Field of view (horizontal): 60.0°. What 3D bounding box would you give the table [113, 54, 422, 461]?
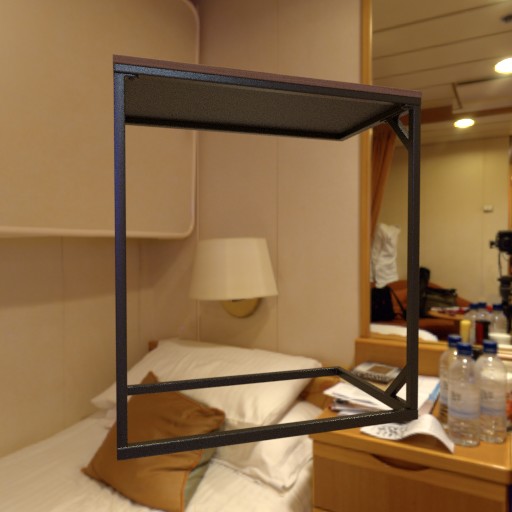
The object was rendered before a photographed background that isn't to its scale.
[{"bbox_3d":[0.000,0.000,0.987,0.597,0.673,0.351,0,2,-17],"label":"table"}]
